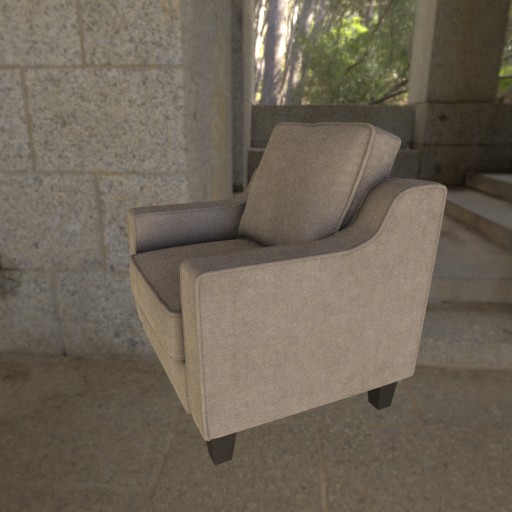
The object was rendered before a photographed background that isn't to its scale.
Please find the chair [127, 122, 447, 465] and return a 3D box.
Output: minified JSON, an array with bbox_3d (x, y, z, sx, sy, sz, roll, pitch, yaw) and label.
[{"bbox_3d":[0.000,0.000,1.632,0.840,0.944,0.926,-8,19,-24],"label":"chair"}]
